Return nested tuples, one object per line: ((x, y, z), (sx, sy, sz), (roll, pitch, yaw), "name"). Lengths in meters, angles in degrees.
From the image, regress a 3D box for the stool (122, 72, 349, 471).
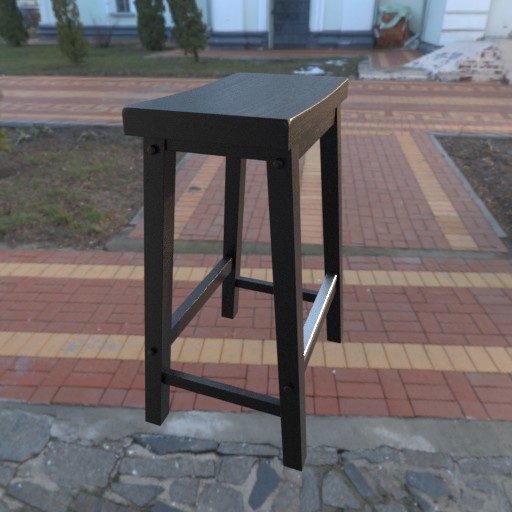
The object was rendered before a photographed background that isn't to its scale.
((0.000, 0.000, 0.857), (0.322, 0.610, 0.406), (10, 30, 18), "stool")
